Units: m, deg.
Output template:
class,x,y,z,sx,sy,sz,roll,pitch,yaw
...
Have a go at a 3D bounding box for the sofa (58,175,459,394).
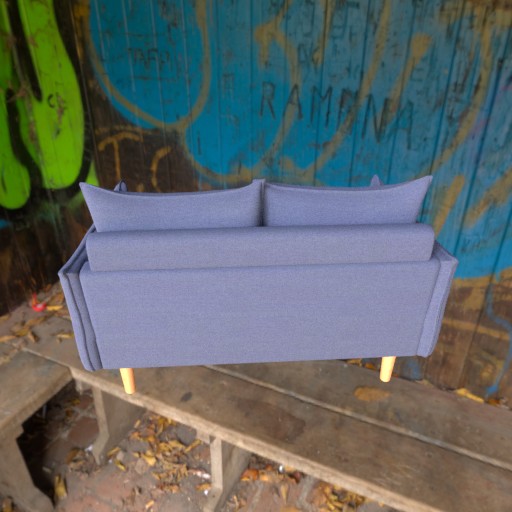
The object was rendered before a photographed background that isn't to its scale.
class,x,y,z,sx,sy,sz,roll,pitch,yaw
sofa,0.000,0.000,1.843,1.300,0.840,0.820,-2,29,-3
